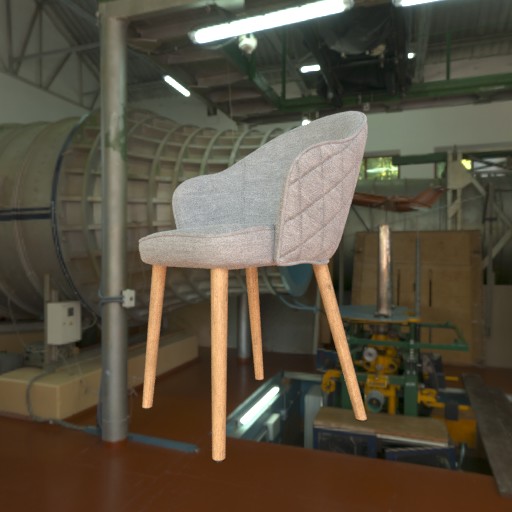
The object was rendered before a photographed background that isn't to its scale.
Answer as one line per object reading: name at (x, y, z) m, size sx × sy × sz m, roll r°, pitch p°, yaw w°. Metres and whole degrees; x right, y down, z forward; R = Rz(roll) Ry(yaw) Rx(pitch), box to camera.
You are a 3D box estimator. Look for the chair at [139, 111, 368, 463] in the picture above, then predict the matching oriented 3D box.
chair at (0.000, 0.000, 1.147) m, size 0.530 × 0.800 × 0.540 m, roll 0°, pitch 1°, yaw -36°
